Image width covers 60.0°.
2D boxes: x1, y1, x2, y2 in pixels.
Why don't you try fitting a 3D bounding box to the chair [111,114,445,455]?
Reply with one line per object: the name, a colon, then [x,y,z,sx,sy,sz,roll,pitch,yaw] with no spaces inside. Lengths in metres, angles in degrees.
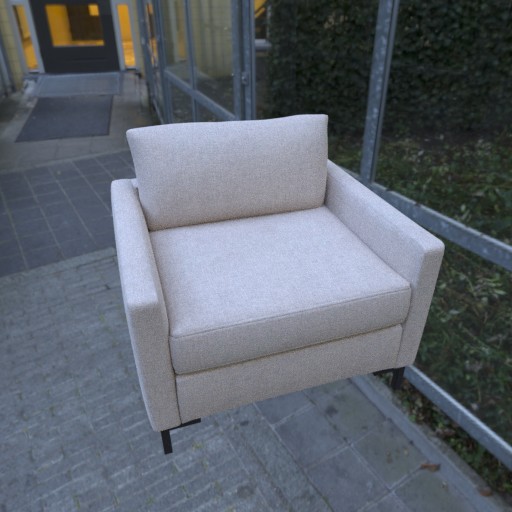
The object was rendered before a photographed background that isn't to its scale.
chair: [0.000,0.000,1.633,0.963,0.861,0.866,-10,33,-15]
